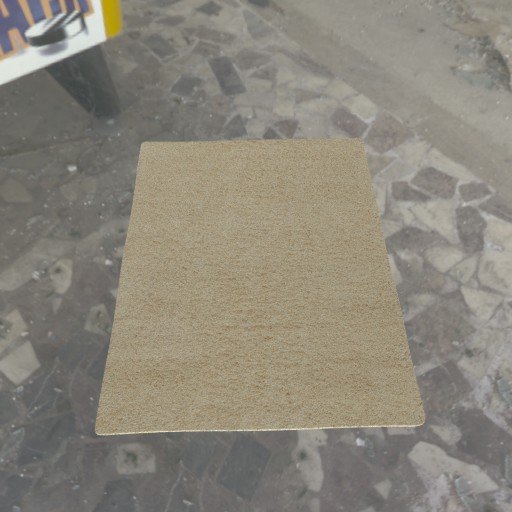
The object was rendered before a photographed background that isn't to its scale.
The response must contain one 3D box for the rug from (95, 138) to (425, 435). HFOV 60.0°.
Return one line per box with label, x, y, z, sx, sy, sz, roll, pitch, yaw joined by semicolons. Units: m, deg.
rug;0.000;0.000;4.010;2.401;0.025;3.001;-1;57;-1
